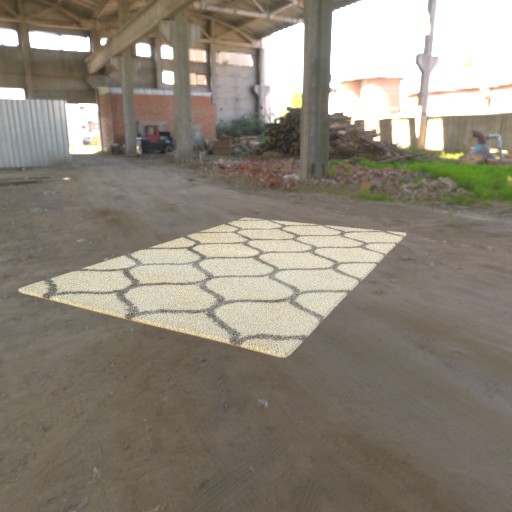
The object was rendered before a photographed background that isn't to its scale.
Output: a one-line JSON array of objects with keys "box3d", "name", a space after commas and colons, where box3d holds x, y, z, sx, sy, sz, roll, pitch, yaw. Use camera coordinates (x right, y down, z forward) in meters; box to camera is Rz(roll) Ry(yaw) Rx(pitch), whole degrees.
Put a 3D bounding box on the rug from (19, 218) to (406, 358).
[{"box3d": [0.000, 0.000, 2.906, 1.501, 0.024, 2.348, 8, 17, 27], "name": "rug"}]
